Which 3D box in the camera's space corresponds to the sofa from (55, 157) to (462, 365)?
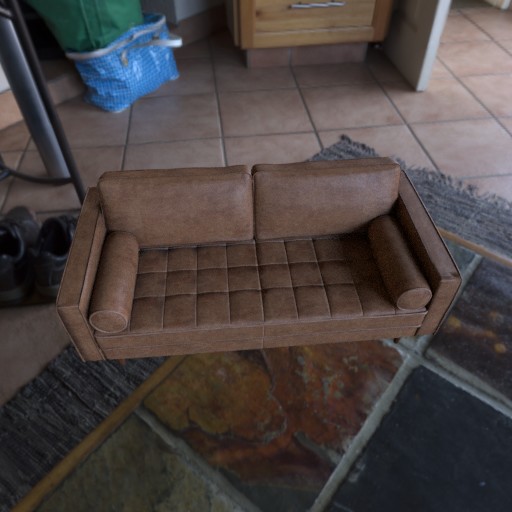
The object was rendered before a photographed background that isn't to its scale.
[{"bbox_3d":[0.000,0.000,2.483,1.920,0.825,0.924,-4,47,-4],"label":"sofa"}]
